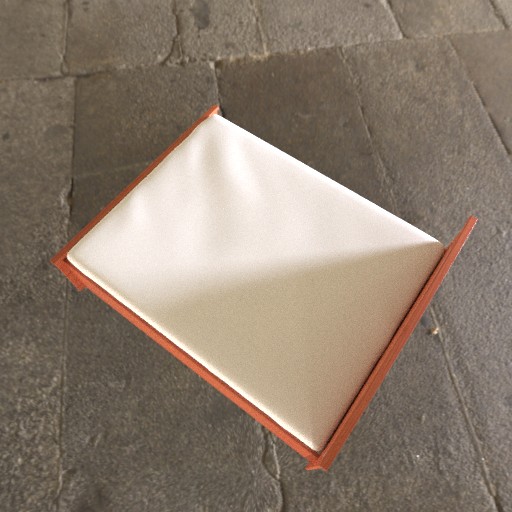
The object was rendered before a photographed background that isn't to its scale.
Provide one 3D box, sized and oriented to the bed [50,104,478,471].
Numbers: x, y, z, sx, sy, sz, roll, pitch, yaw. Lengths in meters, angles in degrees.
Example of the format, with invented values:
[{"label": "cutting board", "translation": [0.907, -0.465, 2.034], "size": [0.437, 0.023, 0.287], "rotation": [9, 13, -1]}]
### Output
[{"label": "bed", "translation": [0.000, 0.000, 2.937], "size": [2.053, 0.848, 1.683], "rotation": [33, 68, 15]}]
